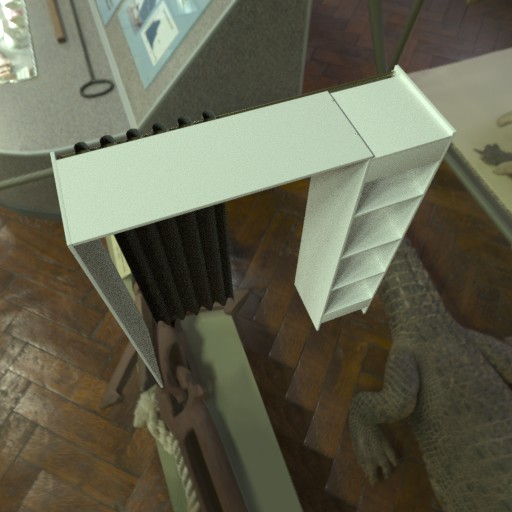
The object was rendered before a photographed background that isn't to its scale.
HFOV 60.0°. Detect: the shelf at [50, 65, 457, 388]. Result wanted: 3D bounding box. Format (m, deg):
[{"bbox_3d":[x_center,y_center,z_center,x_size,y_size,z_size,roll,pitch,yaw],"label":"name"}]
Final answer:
[{"bbox_3d":[0.000,0.000,2.586,1.600,1.810,0.500,-18,60,-11],"label":"shelf"}]
